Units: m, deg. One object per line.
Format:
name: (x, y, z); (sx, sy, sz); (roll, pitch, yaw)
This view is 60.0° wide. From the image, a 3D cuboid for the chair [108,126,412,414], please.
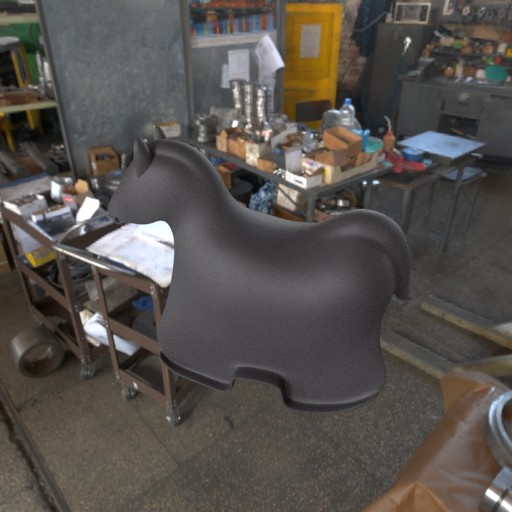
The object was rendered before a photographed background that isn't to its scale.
chair: (0.000, 0.000, 1.155); (0.800, 0.612, 0.429); (8, 32, 13)
